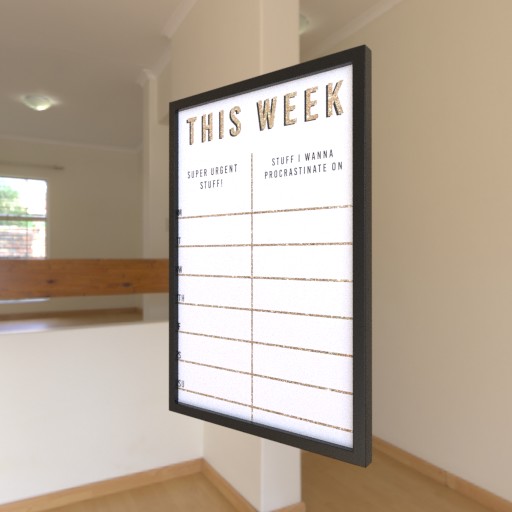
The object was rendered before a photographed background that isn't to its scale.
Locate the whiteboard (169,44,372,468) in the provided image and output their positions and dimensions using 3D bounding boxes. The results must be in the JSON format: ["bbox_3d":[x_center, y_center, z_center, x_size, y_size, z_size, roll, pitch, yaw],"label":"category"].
[{"bbox_3d":[0.000,0.000,0.766,0.406,0.611,0.026,0,0,36],"label":"whiteboard"}]
